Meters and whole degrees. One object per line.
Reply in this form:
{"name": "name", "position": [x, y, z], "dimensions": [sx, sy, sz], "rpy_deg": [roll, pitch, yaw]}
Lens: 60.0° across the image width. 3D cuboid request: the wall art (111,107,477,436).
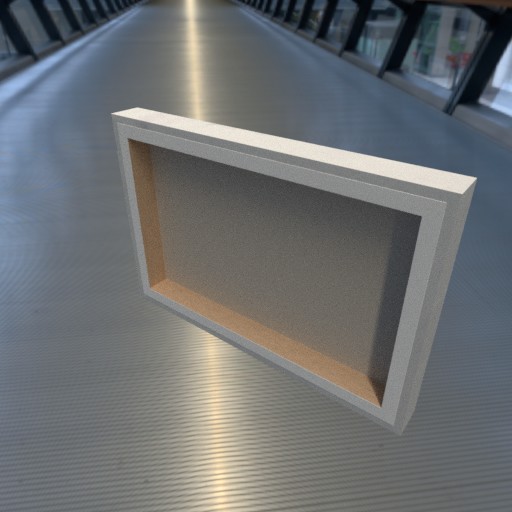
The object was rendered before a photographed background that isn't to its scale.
{"name": "wall art", "position": [0.000, 0.000, 0.478], "dimensions": [0.381, 0.254, 0.038], "rpy_deg": [21, 37, 31]}
